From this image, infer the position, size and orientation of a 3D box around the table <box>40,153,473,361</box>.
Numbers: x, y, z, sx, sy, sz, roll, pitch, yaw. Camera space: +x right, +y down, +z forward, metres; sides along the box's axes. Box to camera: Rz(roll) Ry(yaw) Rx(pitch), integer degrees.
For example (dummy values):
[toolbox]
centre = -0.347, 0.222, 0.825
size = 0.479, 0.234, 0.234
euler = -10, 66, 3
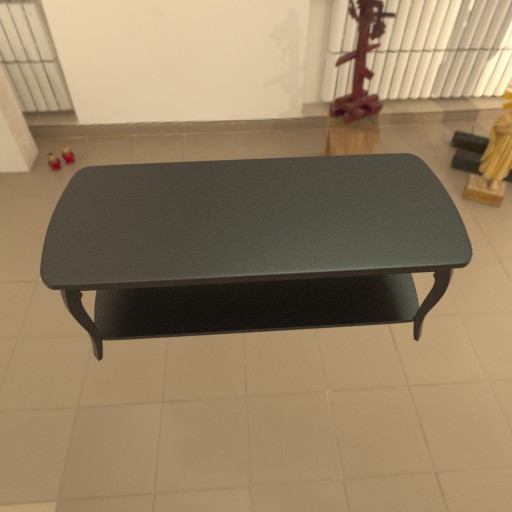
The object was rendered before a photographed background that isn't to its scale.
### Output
[table]
centre = 0.000, 0.000, 1.631
size = 1.333, 0.457, 0.571
euler = -3, 47, -3
